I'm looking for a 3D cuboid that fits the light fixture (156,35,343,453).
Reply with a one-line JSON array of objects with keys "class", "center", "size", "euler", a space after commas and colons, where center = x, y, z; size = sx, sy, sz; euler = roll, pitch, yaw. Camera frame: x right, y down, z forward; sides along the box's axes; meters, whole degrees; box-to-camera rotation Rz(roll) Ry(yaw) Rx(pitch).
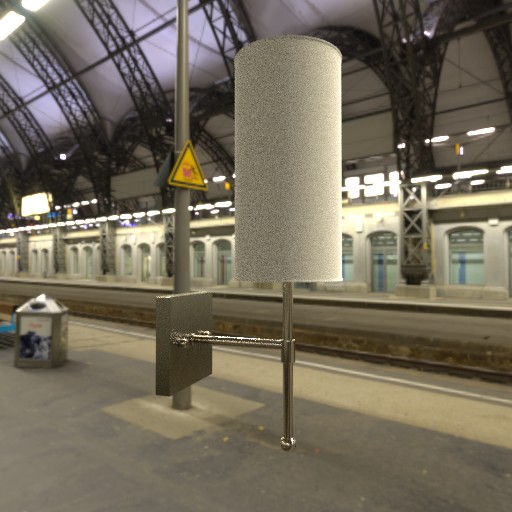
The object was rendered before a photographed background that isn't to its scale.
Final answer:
[{"class": "light fixture", "center": [0.000, 0.000, 0.539], "size": [0.208, 0.462, 0.128], "euler": [0, -1, 20]}]
